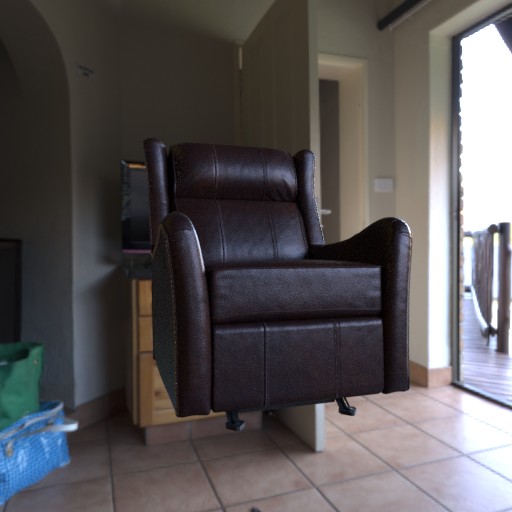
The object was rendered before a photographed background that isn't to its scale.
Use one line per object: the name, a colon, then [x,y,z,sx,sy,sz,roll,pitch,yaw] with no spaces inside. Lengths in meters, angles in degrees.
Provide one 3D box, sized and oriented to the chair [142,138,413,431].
chair: [0.000,0.000,1.837,0.869,1.084,1.008,0,1,-18]
